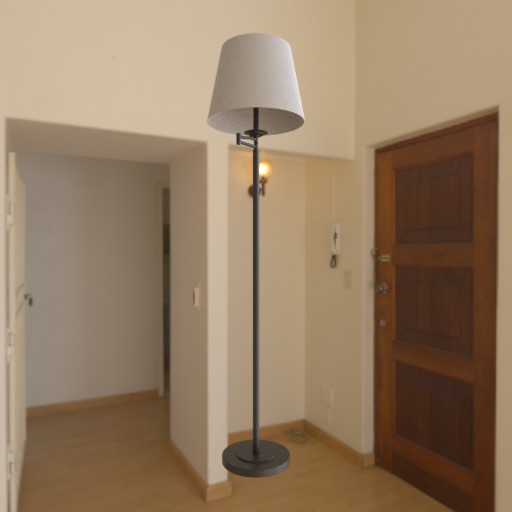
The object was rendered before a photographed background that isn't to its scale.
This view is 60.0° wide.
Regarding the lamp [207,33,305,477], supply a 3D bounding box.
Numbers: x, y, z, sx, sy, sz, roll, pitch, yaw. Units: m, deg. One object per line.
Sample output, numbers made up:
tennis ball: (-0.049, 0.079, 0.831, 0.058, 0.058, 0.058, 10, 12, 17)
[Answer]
lamp: (0.000, 0.000, 1.590, 0.348, 1.473, 0.348, 0, 0, 38)
